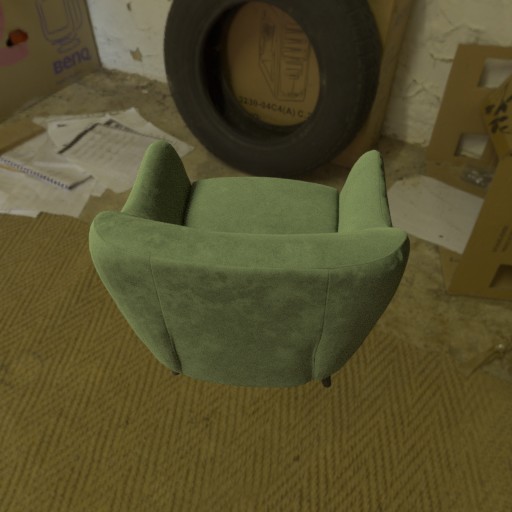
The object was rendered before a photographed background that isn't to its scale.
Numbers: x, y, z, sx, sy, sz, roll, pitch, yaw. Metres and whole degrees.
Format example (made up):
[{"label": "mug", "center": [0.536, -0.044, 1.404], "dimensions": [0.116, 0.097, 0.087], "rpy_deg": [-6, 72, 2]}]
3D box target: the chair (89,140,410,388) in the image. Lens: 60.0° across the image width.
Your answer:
[{"label": "chair", "center": [0.000, 0.000, 1.481], "dimensions": [0.840, 0.804, 0.819], "rpy_deg": [4, 46, 4]}]
